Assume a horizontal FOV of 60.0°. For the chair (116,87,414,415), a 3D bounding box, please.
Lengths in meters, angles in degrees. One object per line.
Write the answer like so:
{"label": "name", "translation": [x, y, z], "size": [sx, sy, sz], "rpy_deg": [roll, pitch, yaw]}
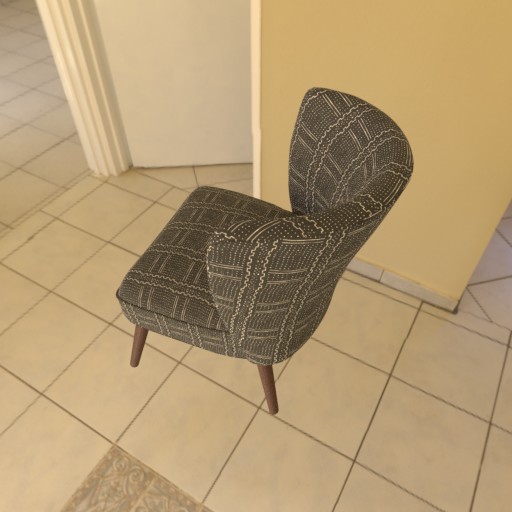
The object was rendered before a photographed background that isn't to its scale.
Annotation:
{"label": "chair", "translation": [0.000, 0.000, 1.392], "size": [0.758, 0.866, 0.710], "rpy_deg": [16, 48, 14]}
